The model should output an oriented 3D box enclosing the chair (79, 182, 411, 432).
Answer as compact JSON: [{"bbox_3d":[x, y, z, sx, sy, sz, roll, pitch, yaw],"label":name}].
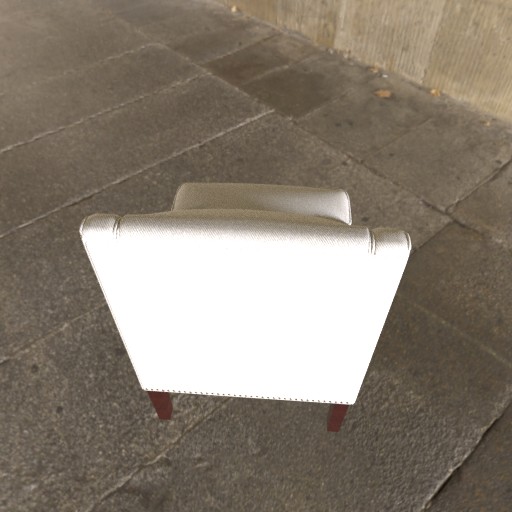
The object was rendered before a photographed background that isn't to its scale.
[{"bbox_3d":[0.000,0.000,1.370,0.628,0.872,0.748,3,47,3],"label":"chair"}]
